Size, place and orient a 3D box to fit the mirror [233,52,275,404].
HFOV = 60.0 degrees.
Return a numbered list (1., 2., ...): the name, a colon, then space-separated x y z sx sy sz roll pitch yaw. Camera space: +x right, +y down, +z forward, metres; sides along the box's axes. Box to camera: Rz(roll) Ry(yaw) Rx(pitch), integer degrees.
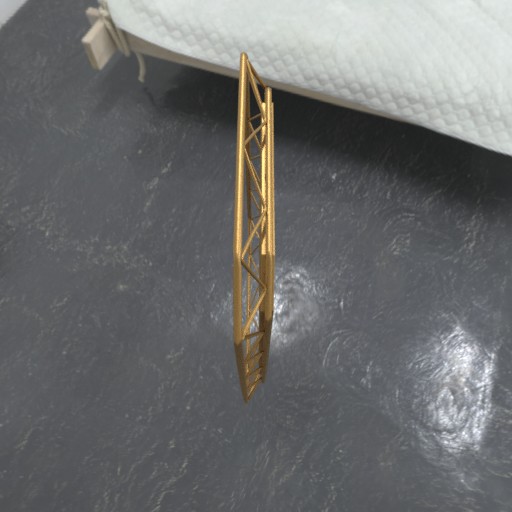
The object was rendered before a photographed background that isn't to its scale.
1. mirror: 0.000 0.000 0.728 0.042 0.566 0.417 0 64 0
